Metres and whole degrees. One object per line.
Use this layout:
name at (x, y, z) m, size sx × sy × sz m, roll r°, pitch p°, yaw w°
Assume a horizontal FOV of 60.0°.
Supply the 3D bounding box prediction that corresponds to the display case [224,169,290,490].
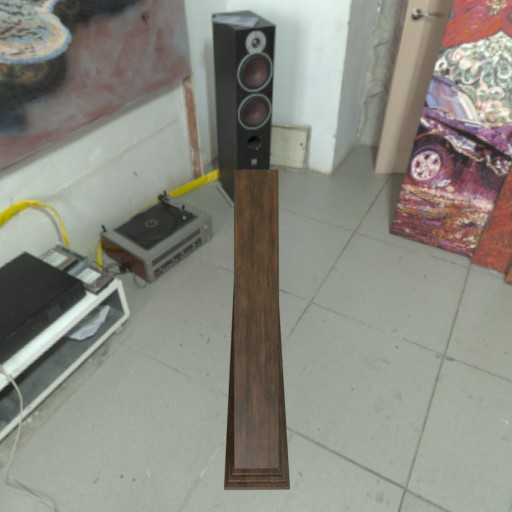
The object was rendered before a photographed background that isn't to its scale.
display case at (0.000, 0.000, 0.770) m, size 0.095 × 0.340 × 0.640 m, roll 0°, pitch 41°, yaw 0°
